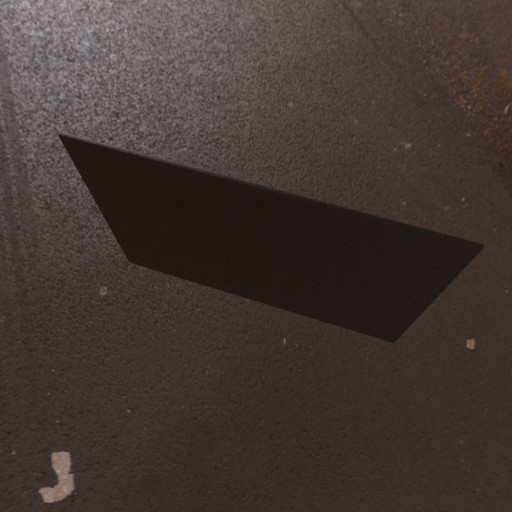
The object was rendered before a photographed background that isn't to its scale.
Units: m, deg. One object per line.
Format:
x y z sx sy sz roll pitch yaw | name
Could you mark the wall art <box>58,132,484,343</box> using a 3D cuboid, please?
0.000 0.000 1.544 1.192 0.811 0.013 16 63 8 | wall art
